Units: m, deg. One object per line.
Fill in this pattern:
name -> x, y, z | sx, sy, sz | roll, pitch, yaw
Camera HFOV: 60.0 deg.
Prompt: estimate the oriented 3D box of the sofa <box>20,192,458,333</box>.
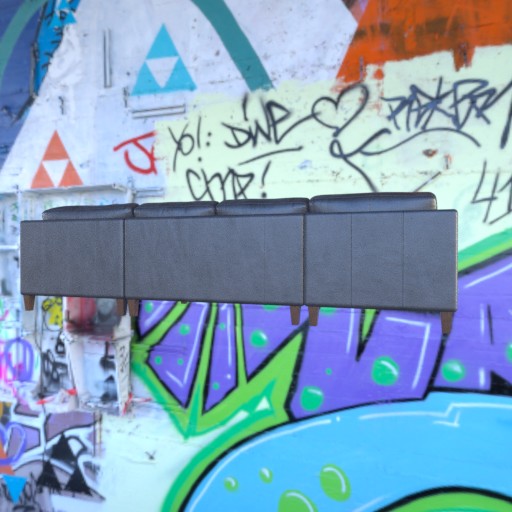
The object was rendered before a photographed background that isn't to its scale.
sofa -> 0.000, 0.000, 4.300 | 3.324, 0.891, 2.452 | 0, 1, 18
